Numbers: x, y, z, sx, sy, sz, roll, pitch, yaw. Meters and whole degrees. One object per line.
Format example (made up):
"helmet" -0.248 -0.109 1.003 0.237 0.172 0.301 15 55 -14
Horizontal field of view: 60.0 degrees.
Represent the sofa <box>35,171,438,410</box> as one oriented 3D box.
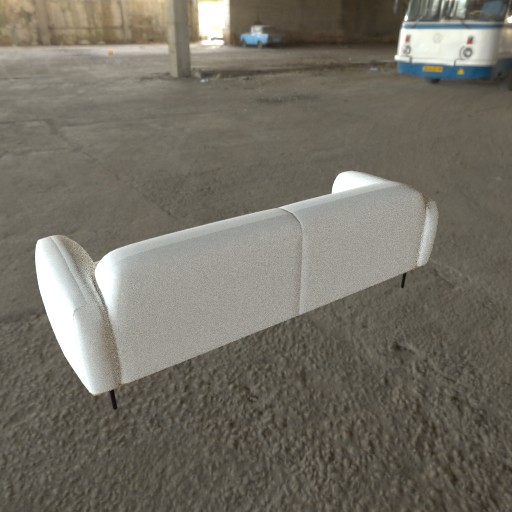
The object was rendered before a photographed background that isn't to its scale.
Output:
"sofa" 0.000 0.000 2.606 2.280 0.780 0.870 -17 32 -29
